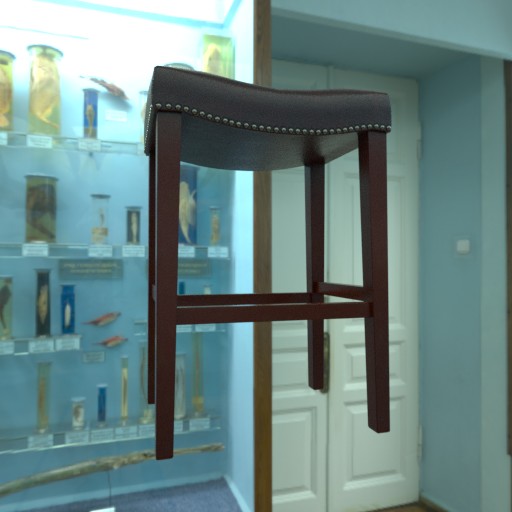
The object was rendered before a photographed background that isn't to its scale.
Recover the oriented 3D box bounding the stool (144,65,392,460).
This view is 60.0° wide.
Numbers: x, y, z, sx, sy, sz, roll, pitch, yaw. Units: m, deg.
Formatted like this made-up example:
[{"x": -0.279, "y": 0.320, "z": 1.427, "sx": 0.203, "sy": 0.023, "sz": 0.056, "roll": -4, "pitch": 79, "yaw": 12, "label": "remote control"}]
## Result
[{"x": 0.000, "y": 0.000, "z": 1.040, "sx": 0.504, "sy": 0.742, "sz": 0.372, "roll": 0, "pitch": -1, "yaw": -16, "label": "stool"}]
